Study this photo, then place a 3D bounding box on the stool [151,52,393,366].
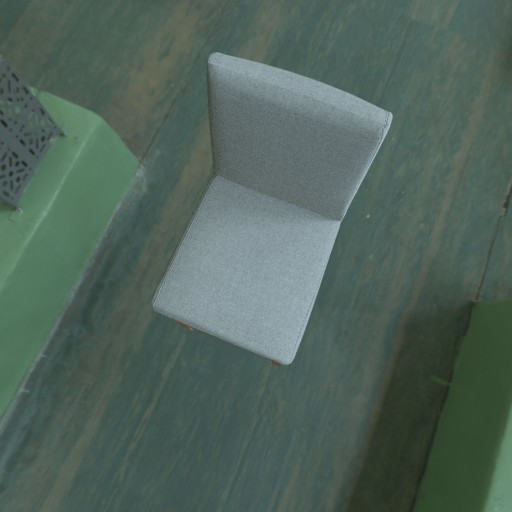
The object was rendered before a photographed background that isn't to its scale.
[{"bbox_3d":[0.000,0.000,1.411,0.439,1.088,0.570,21,76,5],"label":"stool"}]
